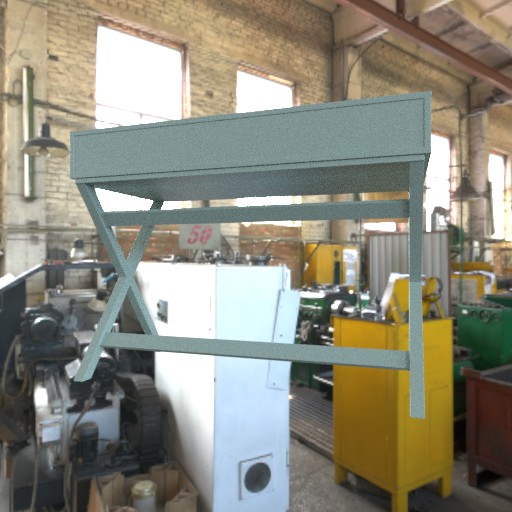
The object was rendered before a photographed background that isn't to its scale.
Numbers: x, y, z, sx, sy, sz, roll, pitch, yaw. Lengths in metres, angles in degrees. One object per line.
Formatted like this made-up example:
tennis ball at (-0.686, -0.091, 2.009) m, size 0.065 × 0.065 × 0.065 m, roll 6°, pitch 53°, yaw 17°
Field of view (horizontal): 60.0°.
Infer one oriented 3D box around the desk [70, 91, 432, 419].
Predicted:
desk at (0.000, 0.000, 1.469) m, size 1.057 × 0.780 × 0.525 m, roll 0°, pitch 0°, yaw 19°
